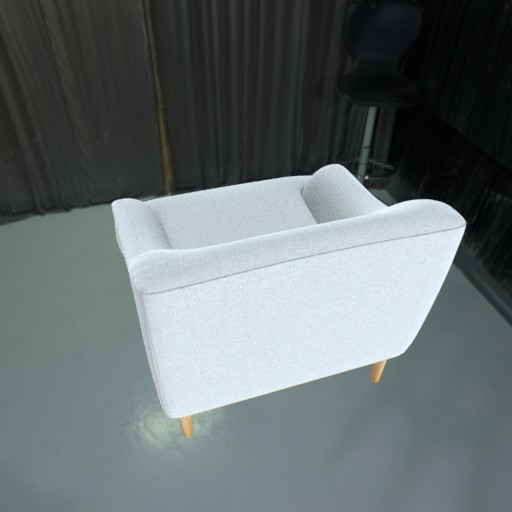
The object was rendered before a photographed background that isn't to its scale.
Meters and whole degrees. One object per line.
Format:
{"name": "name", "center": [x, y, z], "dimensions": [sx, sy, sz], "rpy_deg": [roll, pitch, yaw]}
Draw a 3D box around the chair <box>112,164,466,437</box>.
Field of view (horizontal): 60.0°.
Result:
{"name": "chair", "center": [0.000, 0.000, 1.572], "dimensions": [0.946, 0.818, 0.951], "rpy_deg": [-12, 42, -13]}
